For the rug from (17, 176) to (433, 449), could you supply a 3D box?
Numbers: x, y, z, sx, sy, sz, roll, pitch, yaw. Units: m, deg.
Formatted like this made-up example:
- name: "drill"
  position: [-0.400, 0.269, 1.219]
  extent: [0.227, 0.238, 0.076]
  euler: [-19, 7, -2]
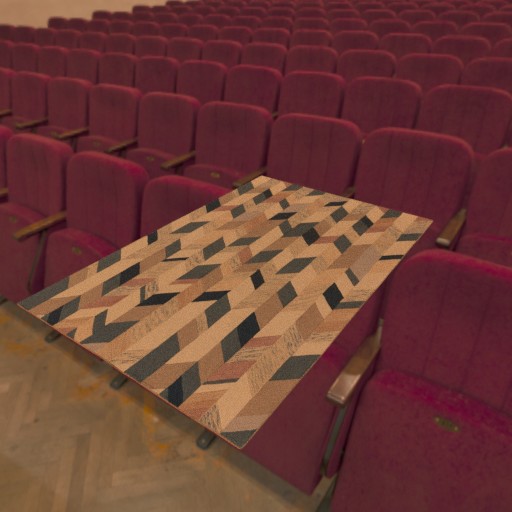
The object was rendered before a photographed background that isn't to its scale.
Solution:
- name: "rug"
  position: [0.000, 0.000, 2.205]
  extent: [1.202, 0.006, 1.813]
  euler: [21, 37, 30]
